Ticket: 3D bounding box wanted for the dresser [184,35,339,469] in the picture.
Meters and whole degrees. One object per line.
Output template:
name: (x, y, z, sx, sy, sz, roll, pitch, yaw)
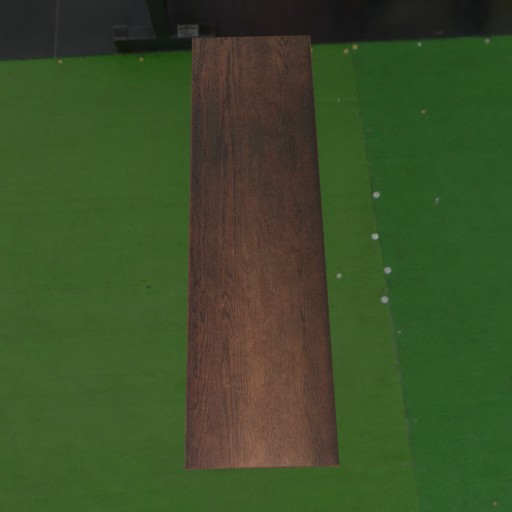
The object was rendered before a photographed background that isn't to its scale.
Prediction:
dresser: (0.000, 0.000, 1.935, 0.463, 0.856, 1.551, -1, 74, 0)
